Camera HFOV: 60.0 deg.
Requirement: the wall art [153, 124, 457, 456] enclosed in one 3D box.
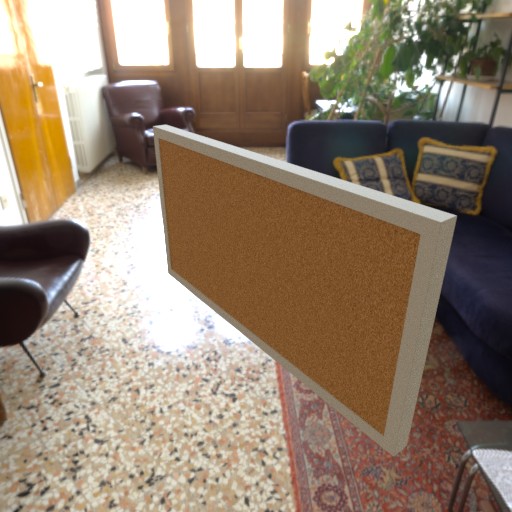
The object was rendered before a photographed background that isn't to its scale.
[{"bbox_3d":[0.000,0.000,0.954,0.038,0.431,0.812,-19,33,-33],"label":"wall art"}]
